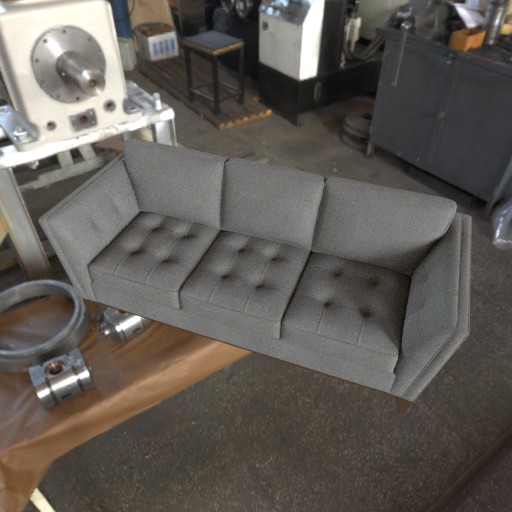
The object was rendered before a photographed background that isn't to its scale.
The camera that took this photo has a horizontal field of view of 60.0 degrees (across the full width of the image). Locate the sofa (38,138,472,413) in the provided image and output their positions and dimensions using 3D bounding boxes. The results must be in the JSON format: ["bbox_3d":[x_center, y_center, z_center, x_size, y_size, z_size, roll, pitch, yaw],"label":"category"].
[{"bbox_3d":[0.000,0.000,2.818,2.387,0.940,0.965,14,43,15],"label":"sofa"}]
